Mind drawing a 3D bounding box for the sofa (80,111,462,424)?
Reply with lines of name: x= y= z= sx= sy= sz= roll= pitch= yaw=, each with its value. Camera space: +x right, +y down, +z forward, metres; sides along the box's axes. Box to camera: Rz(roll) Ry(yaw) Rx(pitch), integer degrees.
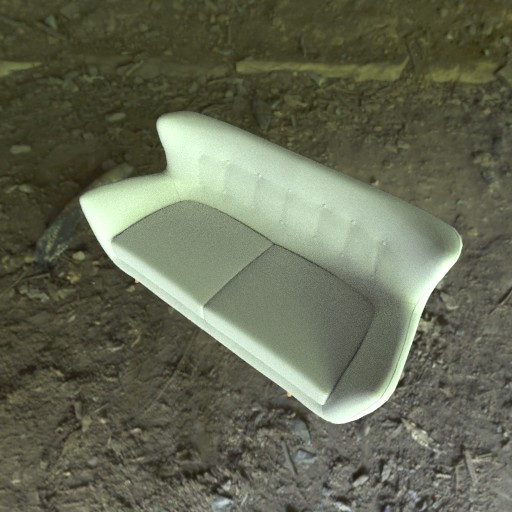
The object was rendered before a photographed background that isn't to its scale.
sofa: x=0.000 y=0.000 z=2.429 sx=1.930 sy=0.890 sz=0.899 roll=31 pitch=53 yaw=26
